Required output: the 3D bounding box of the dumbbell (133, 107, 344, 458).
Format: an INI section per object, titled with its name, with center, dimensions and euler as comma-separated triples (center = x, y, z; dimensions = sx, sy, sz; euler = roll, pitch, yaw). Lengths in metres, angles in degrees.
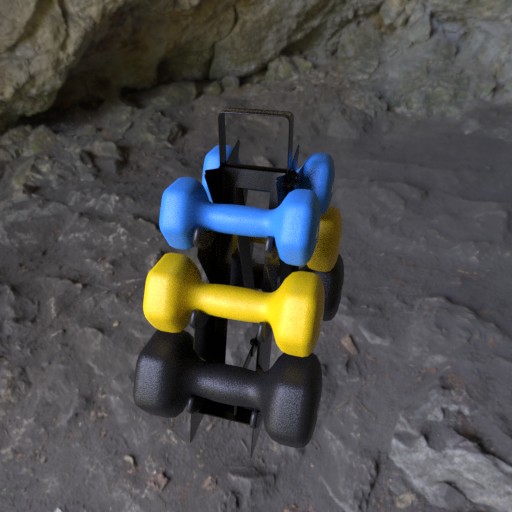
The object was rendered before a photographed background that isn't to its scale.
[dumbbell]
center = 0.000, 0.000, 0.669
dimensions = 0.255, 0.426, 0.409
euler = 8, 32, 13
